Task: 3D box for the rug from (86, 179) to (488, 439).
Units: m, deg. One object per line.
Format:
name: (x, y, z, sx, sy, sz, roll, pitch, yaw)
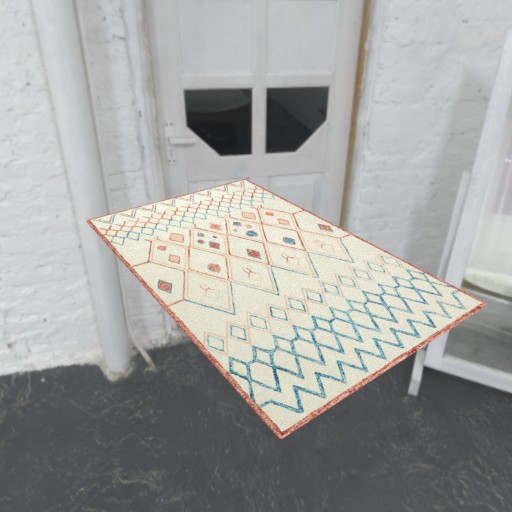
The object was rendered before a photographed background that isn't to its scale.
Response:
rug: (0.000, 0.000, 3.007, 1.524, 0.015, 2.438, -20, 36, -30)
